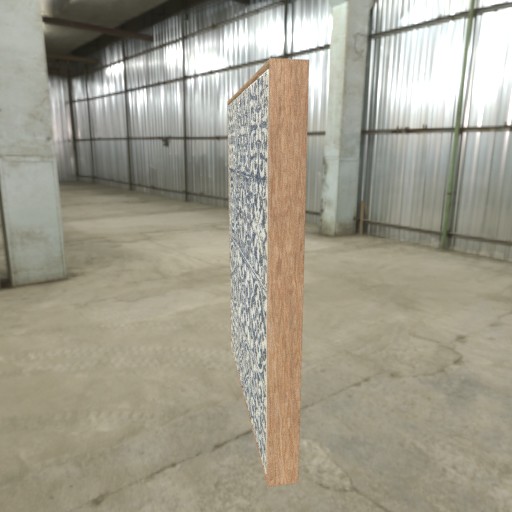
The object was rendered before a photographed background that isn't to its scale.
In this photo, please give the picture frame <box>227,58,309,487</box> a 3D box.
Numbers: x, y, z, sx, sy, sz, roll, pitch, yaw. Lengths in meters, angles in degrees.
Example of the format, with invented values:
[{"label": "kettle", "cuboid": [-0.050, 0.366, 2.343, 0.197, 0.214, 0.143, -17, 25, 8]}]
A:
[{"label": "picture frame", "cuboid": [0.000, 0.000, 0.732, 0.043, 0.526, 0.424, -2, 13, -9]}]
